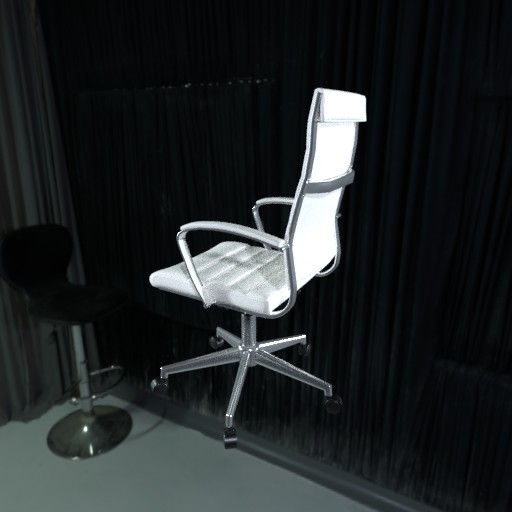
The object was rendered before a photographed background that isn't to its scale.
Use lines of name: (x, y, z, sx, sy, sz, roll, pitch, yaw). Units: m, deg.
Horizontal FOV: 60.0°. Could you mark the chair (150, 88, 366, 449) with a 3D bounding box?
chair: (0.000, 0.000, 1.678, 0.739, 1.149, 0.766, 9, 19, 27)
